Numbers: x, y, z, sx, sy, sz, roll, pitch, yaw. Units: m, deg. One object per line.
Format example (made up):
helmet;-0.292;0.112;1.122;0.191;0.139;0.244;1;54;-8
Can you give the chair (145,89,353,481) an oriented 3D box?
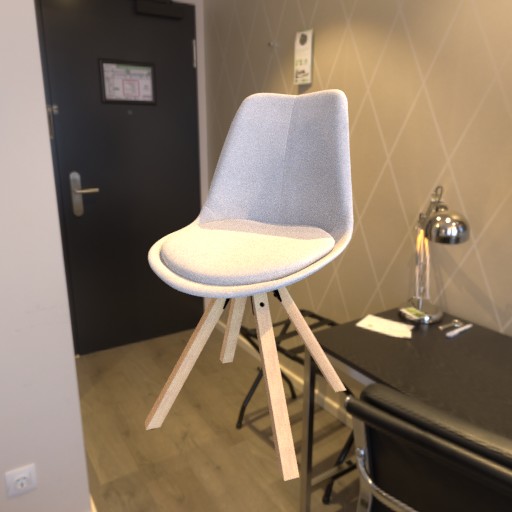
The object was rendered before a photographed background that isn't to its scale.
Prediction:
chair;0.000;0.000;1.171;0.474;0.863;0.549;7;17;26
